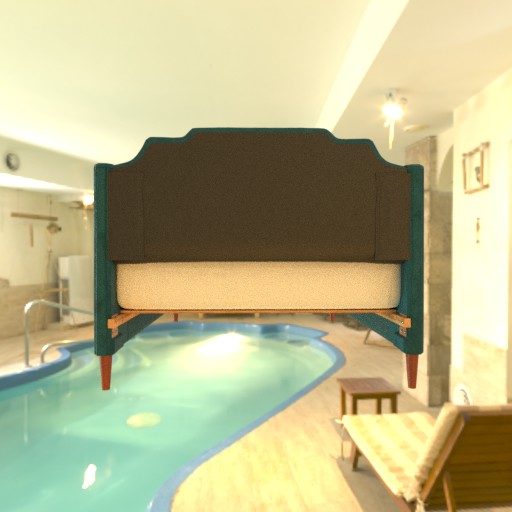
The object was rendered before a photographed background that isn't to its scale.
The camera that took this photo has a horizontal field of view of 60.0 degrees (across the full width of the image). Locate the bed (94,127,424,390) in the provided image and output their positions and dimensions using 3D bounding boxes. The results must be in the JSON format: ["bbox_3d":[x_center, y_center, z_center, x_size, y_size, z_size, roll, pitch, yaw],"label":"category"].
[{"bbox_3d":[0.000,0.000,3.387,1.678,1.338,2.322,0,1,-1],"label":"bed"}]
